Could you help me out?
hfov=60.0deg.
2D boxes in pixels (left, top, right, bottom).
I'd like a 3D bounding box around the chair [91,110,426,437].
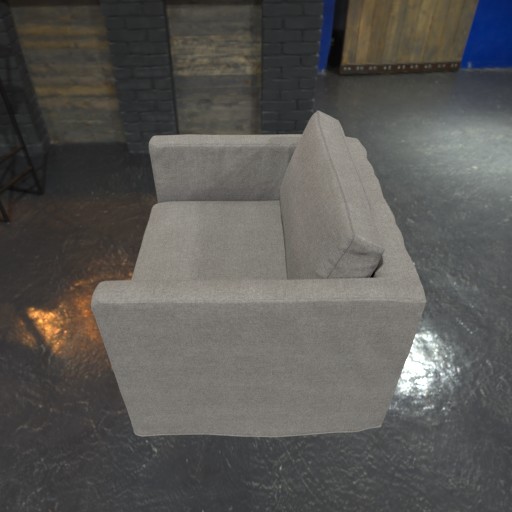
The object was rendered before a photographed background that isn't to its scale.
[{"bbox_3d":[0.000,0.000,1.754,0.949,0.863,1.057,-1,40,-1],"label":"chair"}]
